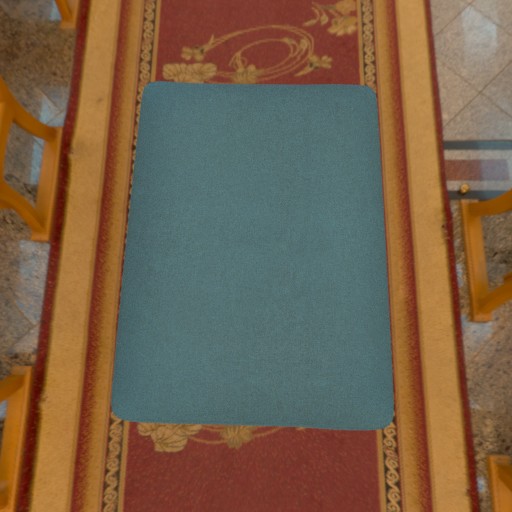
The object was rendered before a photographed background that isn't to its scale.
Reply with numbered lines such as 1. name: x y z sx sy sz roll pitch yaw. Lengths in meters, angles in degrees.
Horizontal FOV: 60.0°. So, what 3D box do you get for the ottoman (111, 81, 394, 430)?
1. ottoman: 0.000 0.000 1.063 0.549 0.428 0.749 1 75 0
